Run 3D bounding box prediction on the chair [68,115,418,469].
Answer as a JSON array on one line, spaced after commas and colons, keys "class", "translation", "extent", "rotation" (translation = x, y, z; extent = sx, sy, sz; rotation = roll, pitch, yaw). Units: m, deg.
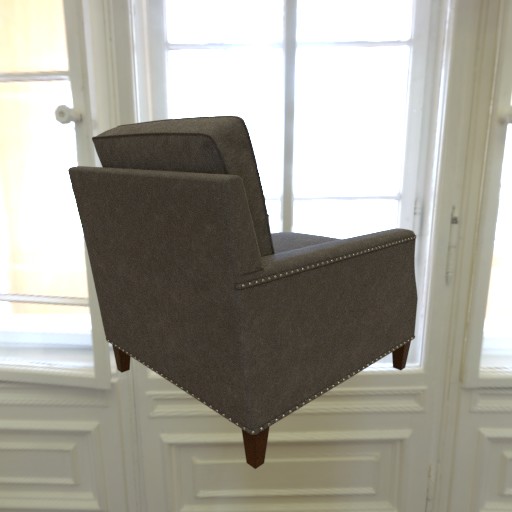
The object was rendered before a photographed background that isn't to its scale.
[{"class": "chair", "translation": [0.000, 0.000, 1.661], "extent": [1.014, 0.948, 0.853], "rotation": [-13, 18, -43]}]
